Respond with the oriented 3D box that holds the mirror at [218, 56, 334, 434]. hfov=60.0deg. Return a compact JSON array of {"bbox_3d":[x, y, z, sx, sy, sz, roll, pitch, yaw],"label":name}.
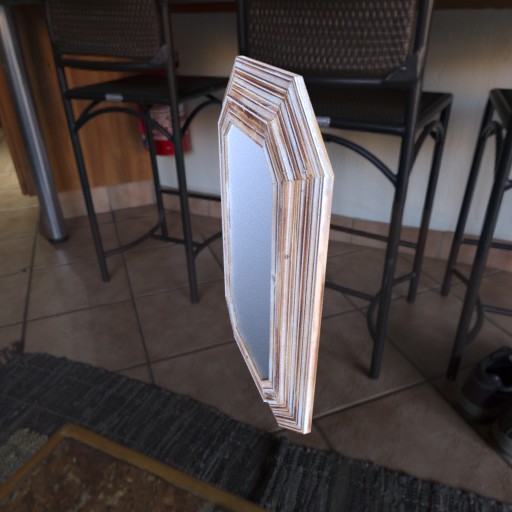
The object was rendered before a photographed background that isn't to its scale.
[{"bbox_3d":[0.000,0.000,1.274,0.061,1.015,0.709,-10,31,-16],"label":"mirror"}]
